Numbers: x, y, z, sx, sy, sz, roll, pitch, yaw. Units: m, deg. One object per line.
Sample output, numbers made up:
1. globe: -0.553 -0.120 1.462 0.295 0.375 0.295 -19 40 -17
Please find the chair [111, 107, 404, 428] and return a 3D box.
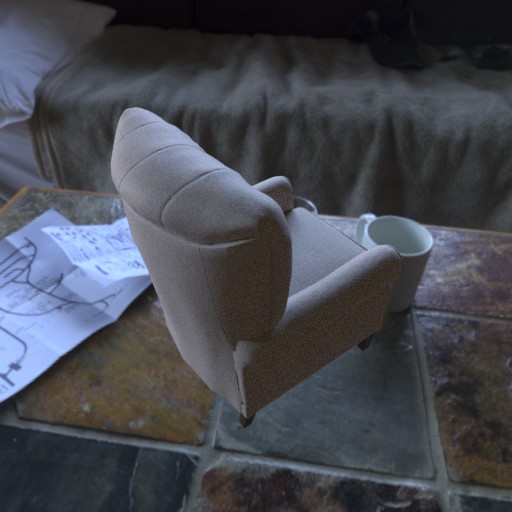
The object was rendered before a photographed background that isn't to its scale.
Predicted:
1. chair: 0.000 0.000 1.923 1.025 1.209 0.942 -25 46 -27
